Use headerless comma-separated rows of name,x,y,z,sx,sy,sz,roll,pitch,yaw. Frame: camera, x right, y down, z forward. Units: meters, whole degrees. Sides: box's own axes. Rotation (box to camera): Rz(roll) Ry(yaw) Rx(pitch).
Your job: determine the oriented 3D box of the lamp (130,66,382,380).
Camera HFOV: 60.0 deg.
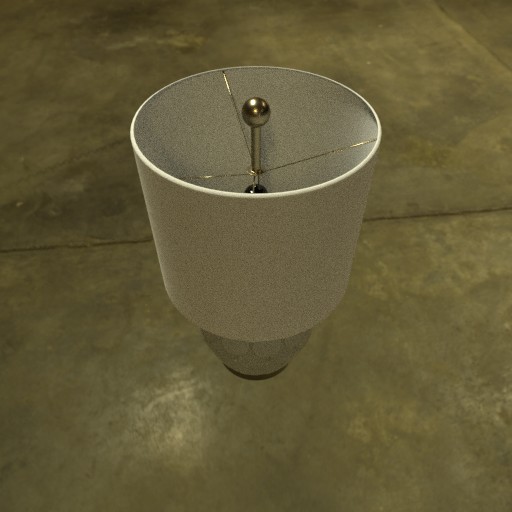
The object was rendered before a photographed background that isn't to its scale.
lamp,0.000,0.000,0.603,0.254,0.452,0.254,0,46,0
